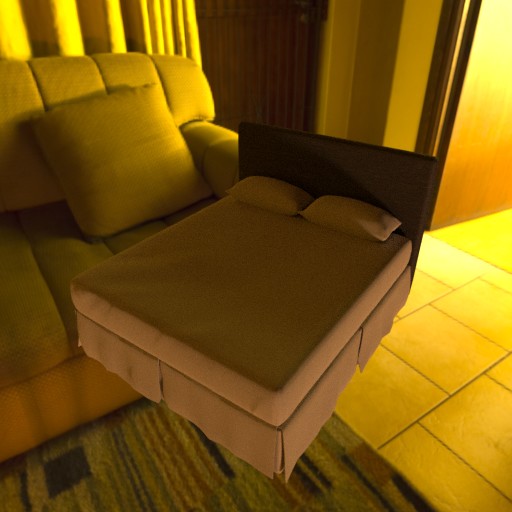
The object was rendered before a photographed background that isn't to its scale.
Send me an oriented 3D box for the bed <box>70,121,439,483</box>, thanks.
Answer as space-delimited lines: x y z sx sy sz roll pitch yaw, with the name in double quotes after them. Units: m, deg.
0.000 0.000 3.308 1.884 1.330 2.142 20 37 30 "bed"
